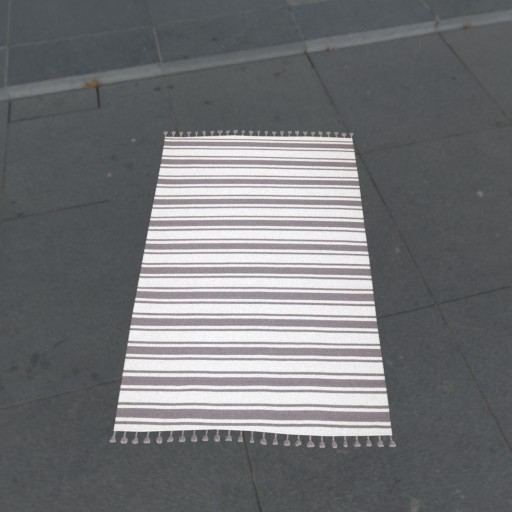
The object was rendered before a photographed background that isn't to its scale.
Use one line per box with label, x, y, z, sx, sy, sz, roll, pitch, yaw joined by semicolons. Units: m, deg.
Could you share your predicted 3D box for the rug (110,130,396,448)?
rug;0.000;0.000;3.041;1.563;0.014;2.425;1;59;1
